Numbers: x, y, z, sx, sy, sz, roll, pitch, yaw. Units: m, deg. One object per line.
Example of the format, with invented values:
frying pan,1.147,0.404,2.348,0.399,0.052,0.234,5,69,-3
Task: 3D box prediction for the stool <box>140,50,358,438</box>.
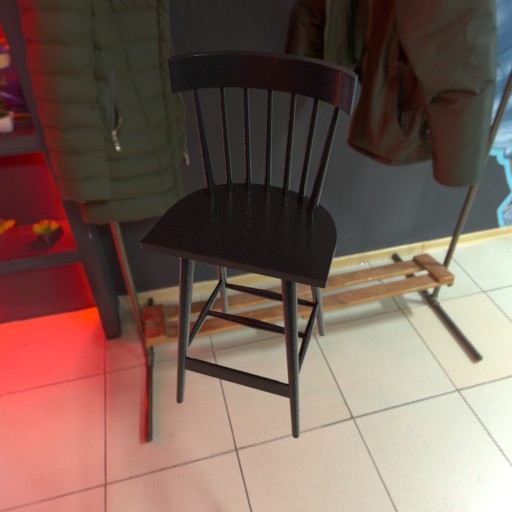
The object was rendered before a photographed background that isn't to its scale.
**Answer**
stool,0.000,0.000,1.343,0.482,1.092,0.483,12,42,13
